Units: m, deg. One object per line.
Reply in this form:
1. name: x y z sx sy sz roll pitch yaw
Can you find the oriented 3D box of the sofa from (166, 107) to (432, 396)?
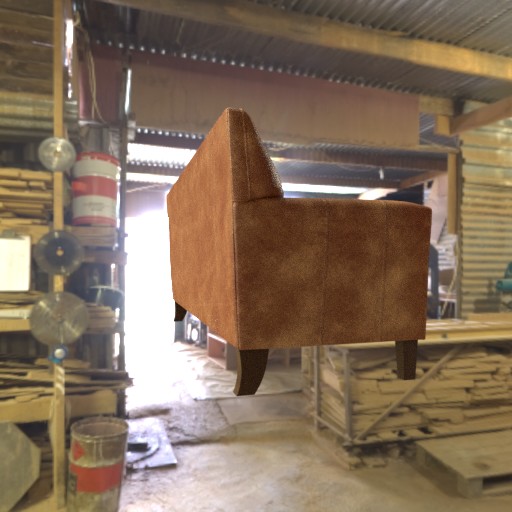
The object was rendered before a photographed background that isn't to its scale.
1. sofa: 0.000 0.000 2.486 0.805 0.947 2.053 0 -1 -17
